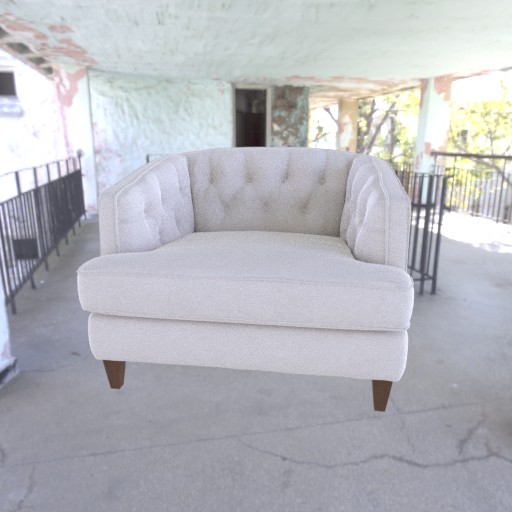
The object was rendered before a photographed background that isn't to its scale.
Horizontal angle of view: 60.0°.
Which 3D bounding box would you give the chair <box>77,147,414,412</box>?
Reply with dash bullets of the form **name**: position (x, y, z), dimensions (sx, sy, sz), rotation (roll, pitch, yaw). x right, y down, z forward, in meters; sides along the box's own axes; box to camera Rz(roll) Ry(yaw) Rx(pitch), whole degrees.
- **chair**: position (0.000, 0.000, 1.806), dimensions (1.104, 0.852, 0.941), rotation (2, 15, 8)
